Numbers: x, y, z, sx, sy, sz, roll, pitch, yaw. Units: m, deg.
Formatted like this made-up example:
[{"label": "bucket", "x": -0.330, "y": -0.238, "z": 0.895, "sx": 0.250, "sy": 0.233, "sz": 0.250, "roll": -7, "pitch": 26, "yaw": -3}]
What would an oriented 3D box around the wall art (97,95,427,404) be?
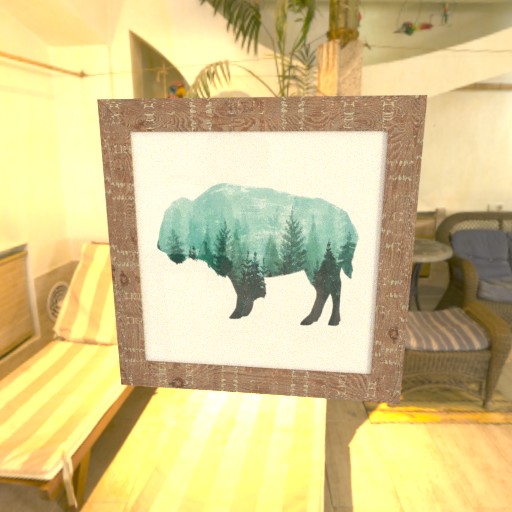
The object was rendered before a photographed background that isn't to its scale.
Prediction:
[{"label": "wall art", "x": 0.000, "y": 0.000, "z": 0.564, "sx": 0.380, "sy": 0.380, "sz": 0.022, "roll": 2, "pitch": 14, "yaw": 7}]
